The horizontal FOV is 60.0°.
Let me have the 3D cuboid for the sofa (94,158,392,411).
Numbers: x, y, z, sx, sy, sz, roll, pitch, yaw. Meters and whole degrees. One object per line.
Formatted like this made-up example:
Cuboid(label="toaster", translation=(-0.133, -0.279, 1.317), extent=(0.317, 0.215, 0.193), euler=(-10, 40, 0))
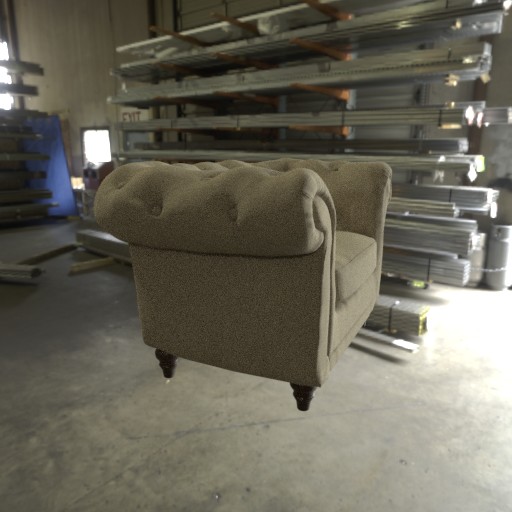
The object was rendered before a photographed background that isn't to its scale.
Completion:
Cuboid(label="sofa", translation=(0.000, 0.000, 2.071), extent=(1.034, 0.878, 1.405), euler=(7, 15, 26))
